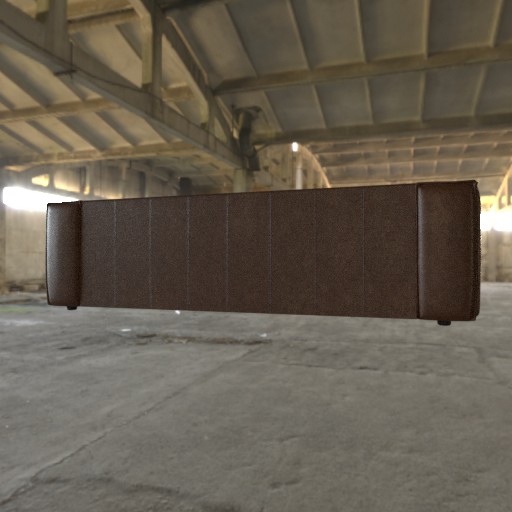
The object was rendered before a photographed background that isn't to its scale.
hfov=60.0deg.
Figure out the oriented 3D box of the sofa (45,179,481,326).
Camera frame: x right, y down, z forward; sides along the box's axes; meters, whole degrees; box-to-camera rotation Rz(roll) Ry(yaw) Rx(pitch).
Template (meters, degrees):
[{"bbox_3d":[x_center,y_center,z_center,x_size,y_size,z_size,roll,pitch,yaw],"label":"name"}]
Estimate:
[{"bbox_3d":[0.000,0.000,2.942,2.581,0.701,1.102,0,-1,18],"label":"sofa"}]
